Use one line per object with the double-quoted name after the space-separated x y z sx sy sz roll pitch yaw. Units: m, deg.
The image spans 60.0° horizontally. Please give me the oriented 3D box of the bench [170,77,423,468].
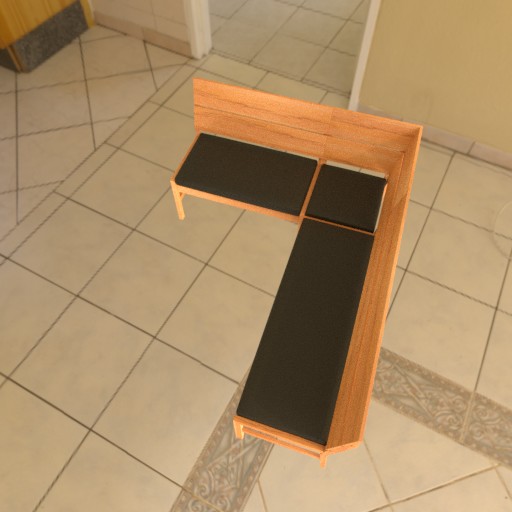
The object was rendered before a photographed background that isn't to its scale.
0.000 0.000 2.771 1.548 0.890 1.948 16 59 10 "bench"
